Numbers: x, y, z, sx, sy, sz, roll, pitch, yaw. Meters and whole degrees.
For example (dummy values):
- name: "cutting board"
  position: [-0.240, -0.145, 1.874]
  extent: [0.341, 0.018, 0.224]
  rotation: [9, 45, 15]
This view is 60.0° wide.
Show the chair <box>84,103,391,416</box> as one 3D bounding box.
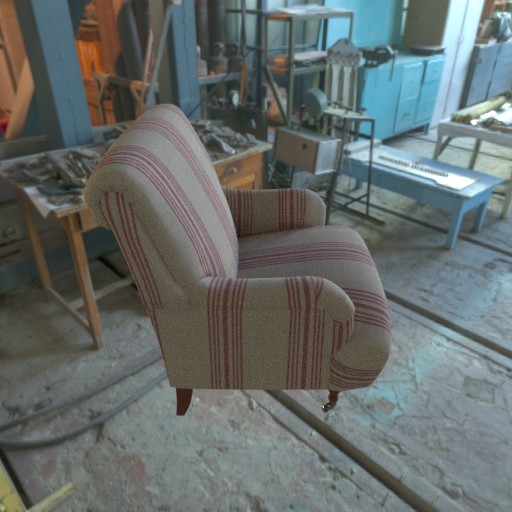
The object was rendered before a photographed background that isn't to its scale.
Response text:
- name: "chair"
  position: [0.000, 0.000, 1.891]
  extent: [1.058, 1.123, 0.933]
  rotation: [0, 32, 1]
